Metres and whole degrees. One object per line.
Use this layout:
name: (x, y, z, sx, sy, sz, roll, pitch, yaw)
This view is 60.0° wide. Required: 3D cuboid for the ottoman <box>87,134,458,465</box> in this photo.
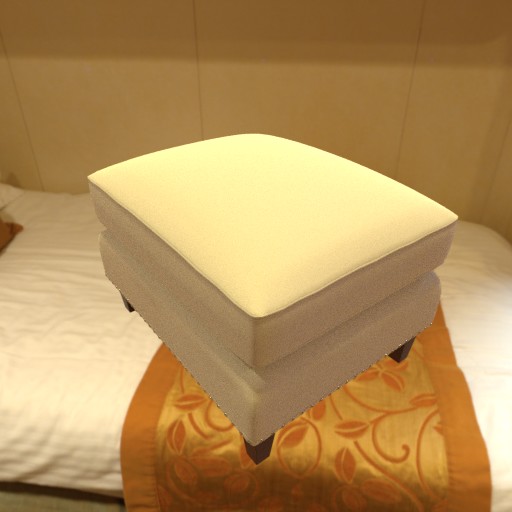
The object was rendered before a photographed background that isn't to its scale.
ottoman: (0.000, 0.000, 1.154, 0.584, 0.513, 0.741, -22, 38, -31)
